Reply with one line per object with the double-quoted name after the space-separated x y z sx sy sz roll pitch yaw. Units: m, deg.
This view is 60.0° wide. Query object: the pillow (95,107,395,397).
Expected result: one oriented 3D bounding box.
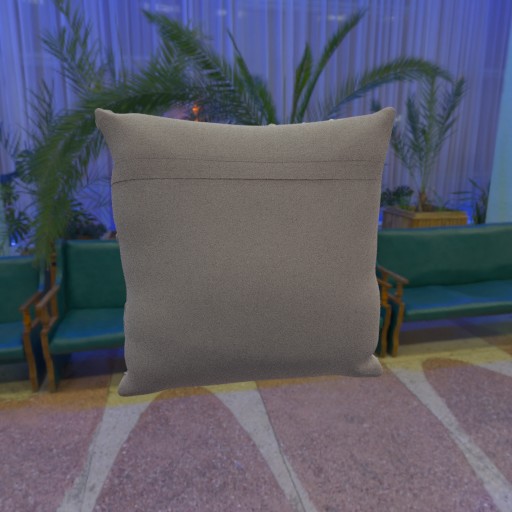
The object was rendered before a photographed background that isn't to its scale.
0.000 0.000 0.681 0.439 0.440 0.185 -3 15 -10 "pillow"
